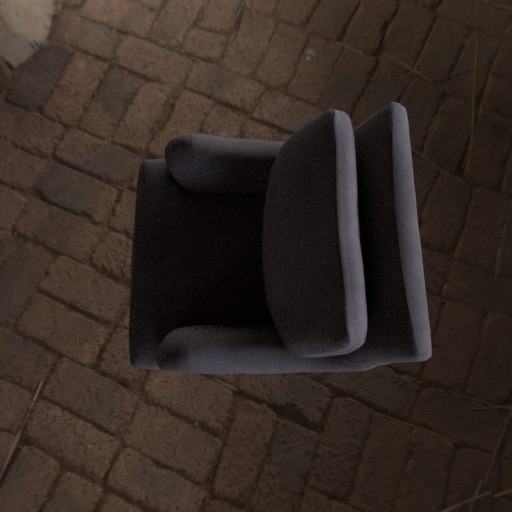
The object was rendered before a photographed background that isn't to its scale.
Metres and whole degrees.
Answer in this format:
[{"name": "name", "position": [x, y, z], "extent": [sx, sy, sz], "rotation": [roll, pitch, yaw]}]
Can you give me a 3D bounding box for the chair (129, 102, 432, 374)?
[{"name": "chair", "position": [0.000, 0.000, 1.867], "extent": [1.070, 0.997, 0.955], "rotation": [-1, 76, 0]}]
